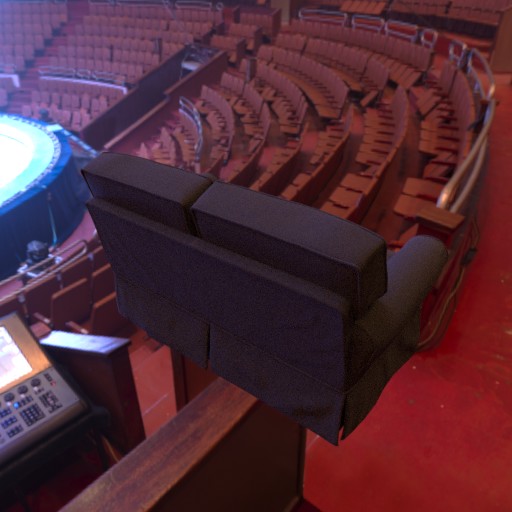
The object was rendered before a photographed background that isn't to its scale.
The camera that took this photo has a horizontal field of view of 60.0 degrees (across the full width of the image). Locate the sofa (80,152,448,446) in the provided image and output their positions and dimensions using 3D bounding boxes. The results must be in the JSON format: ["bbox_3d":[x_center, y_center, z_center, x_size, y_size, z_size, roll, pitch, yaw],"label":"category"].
[{"bbox_3d":[0.000,0.000,2.426,1.801,1.059,0.997,21,36,32],"label":"sofa"}]
